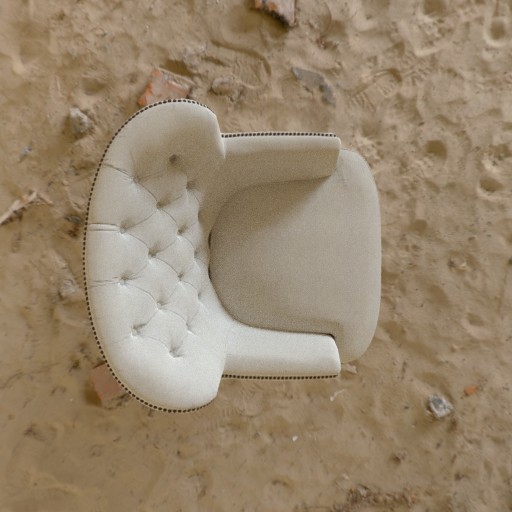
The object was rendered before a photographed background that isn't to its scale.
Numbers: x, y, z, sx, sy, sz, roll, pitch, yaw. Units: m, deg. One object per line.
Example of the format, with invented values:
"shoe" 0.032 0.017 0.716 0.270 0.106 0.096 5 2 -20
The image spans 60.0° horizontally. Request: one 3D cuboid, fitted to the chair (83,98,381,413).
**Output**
"chair" 0.000 0.000 1.566 0.906 0.868 0.848 0 90 0
